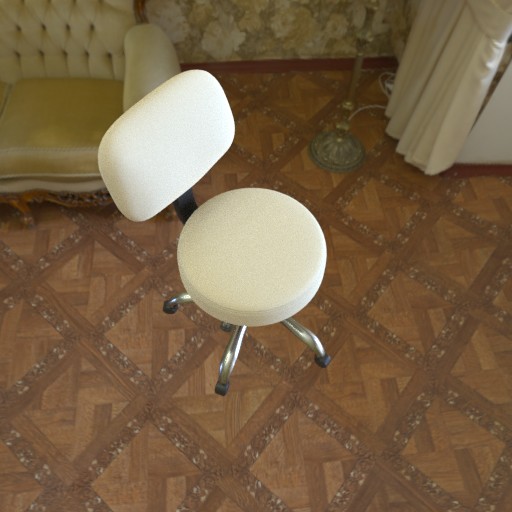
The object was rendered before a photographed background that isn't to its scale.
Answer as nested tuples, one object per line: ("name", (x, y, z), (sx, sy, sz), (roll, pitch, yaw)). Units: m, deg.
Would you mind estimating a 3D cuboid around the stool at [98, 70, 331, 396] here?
("stool", (0.000, 0.000, 1.248), (0.616, 0.810, 0.609), (34, 65, 19))
